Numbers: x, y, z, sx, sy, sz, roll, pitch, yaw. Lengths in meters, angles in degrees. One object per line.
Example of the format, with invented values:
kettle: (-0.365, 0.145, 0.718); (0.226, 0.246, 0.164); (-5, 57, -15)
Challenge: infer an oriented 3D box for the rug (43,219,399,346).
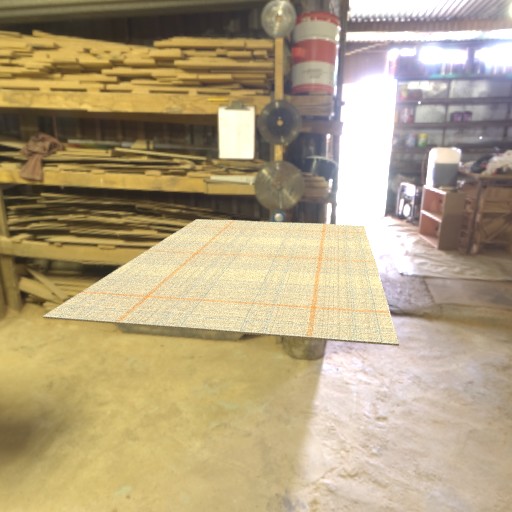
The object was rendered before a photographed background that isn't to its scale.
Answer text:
rug: (0.000, 0.000, 2.343); (1.232, 0.015, 1.825); (3, 16, 10)
